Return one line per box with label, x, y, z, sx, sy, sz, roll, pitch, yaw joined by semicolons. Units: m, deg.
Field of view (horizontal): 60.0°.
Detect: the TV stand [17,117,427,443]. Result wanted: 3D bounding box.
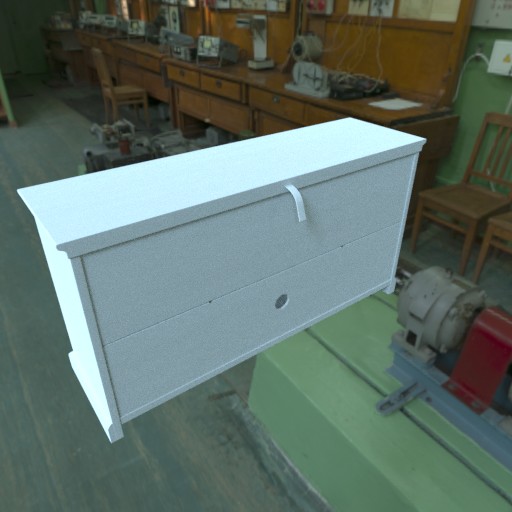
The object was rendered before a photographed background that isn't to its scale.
TV stand;0.000;0.000;1.430;1.187;0.624;0.424;-21;37;-30
